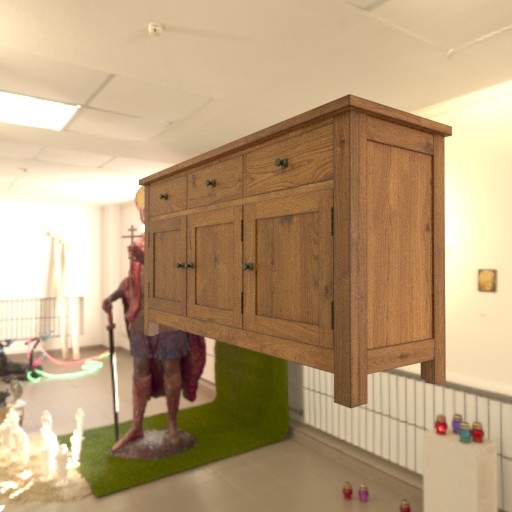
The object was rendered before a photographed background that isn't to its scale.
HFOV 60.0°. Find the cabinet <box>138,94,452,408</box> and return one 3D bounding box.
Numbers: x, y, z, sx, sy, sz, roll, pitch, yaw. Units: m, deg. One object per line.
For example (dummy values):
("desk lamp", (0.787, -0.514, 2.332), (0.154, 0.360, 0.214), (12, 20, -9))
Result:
("cabinet", (0.000, 0.000, 1.864), (0.480, 0.813, 1.474), (0, -1, -36))
